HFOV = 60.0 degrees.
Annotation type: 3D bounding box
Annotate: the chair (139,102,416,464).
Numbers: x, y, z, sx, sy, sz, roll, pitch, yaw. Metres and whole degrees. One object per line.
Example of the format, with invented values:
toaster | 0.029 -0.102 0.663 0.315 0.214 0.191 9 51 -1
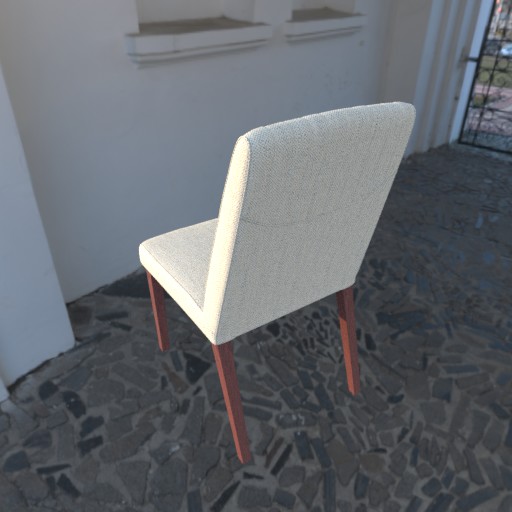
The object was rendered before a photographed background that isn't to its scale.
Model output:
chair | 0.000 0.000 1.241 0.480 0.900 0.594 -20 36 -29
